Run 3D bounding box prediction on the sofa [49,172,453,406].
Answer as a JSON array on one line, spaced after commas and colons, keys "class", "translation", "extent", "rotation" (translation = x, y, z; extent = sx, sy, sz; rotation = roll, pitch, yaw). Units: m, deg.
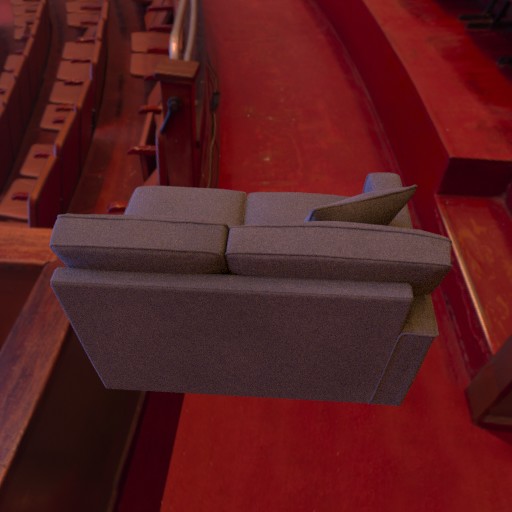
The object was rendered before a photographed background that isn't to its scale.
[{"class": "sofa", "translation": [0.000, 0.000, 2.039], "extent": [1.388, 0.989, 0.991], "rotation": [2, 46, 2]}]
